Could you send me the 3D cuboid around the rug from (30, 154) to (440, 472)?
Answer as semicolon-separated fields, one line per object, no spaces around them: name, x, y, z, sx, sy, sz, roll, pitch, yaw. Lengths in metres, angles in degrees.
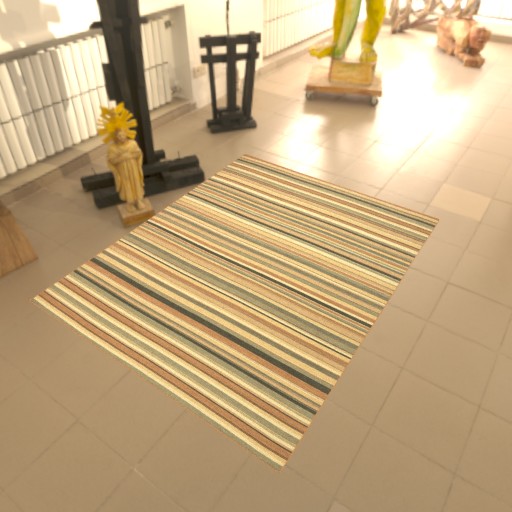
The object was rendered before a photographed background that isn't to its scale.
rug;0.000;0.000;4.066;2.436;0.011;3.045;24;47;25
